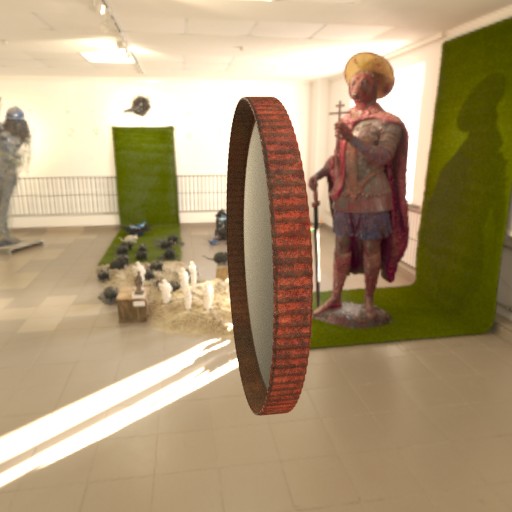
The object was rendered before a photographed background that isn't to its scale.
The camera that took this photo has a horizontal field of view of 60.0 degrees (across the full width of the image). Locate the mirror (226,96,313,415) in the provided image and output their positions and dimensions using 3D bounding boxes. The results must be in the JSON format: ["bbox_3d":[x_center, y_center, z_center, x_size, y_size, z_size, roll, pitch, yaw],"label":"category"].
[{"bbox_3d":[0.000,0.000,0.900,0.056,0.609,0.609,-3,15,-9],"label":"mirror"}]
